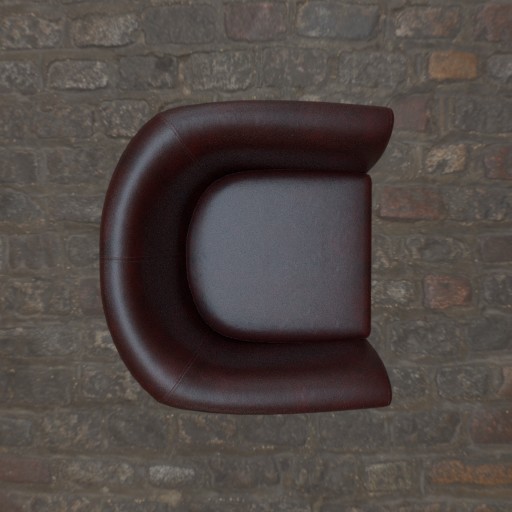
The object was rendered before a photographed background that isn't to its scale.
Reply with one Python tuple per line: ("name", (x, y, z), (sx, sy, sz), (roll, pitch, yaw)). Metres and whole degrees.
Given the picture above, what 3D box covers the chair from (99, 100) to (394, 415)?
("chair", (0.000, 0.000, 1.383), (0.727, 0.756, 0.792), (0, 91, 1))
